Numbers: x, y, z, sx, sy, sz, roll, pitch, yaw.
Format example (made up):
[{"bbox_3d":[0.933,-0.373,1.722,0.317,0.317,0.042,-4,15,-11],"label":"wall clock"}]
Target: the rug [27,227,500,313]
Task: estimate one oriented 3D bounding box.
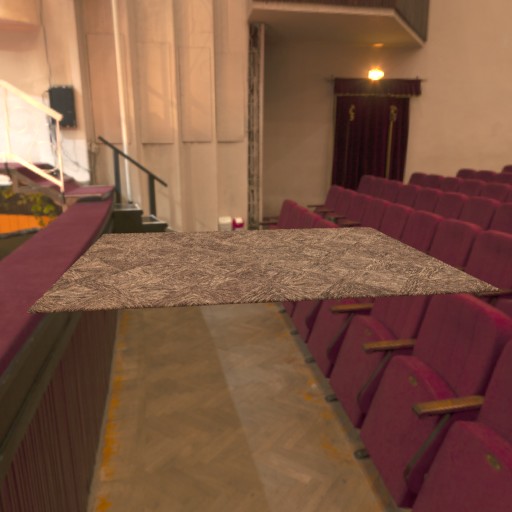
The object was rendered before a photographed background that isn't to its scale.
[{"bbox_3d":[0.000,0.000,4.117,3.204,0.017,2.448,-2,14,-7],"label":"rug"}]
